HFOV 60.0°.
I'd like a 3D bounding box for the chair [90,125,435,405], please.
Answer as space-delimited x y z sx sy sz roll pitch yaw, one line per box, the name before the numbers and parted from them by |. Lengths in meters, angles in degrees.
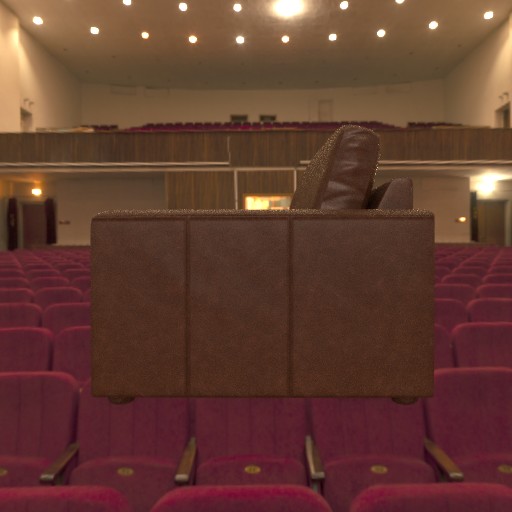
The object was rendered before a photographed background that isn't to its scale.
chair | 0.000 0.000 1.743 1.016 0.873 1.005 0 1 0
